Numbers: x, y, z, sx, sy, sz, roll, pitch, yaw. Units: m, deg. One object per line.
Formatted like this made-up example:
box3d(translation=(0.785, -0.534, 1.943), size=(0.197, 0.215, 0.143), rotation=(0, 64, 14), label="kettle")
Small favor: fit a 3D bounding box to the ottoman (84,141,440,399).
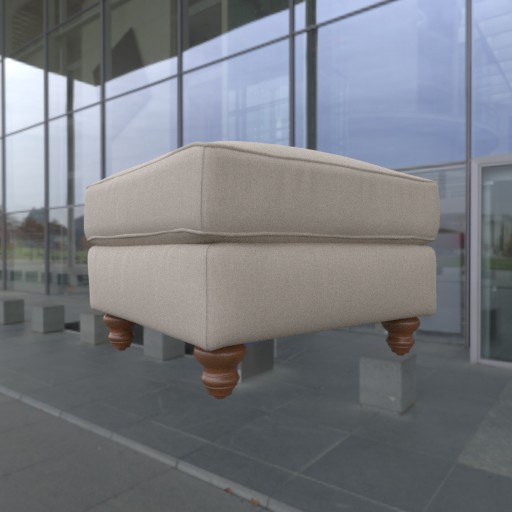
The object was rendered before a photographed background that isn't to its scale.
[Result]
box3d(translation=(0.000, 0.000, 1.156), size=(0.716, 0.505, 0.662), rotation=(0, 1, -37), label="ottoman")
